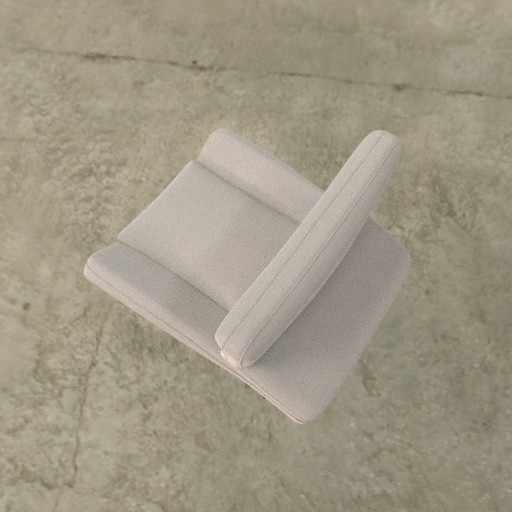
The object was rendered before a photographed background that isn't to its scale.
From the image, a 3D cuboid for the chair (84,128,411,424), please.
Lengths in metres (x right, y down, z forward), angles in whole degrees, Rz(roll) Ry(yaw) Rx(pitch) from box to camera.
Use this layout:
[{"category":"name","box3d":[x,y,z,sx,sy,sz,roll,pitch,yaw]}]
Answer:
[{"category":"chair","box3d":[0.000,0.000,1.646,1.008,0.855,0.859,32,67,15]}]
